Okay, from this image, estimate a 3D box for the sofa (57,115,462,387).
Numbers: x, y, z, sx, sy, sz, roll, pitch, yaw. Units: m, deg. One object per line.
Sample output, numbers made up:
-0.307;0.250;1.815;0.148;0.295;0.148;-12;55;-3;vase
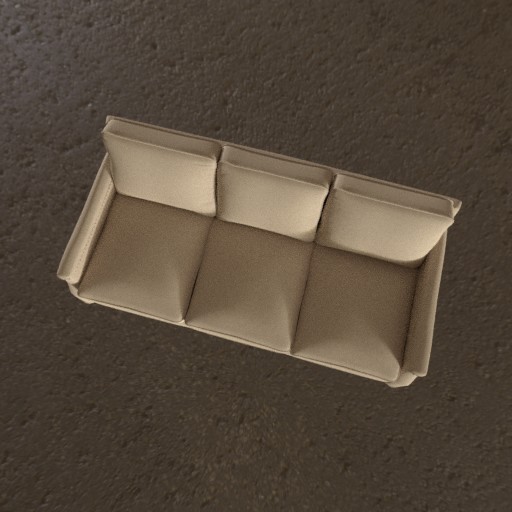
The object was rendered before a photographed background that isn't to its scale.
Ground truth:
0.000;0.000;2.811;2.246;1.003;1.084;15;75;4;sofa
